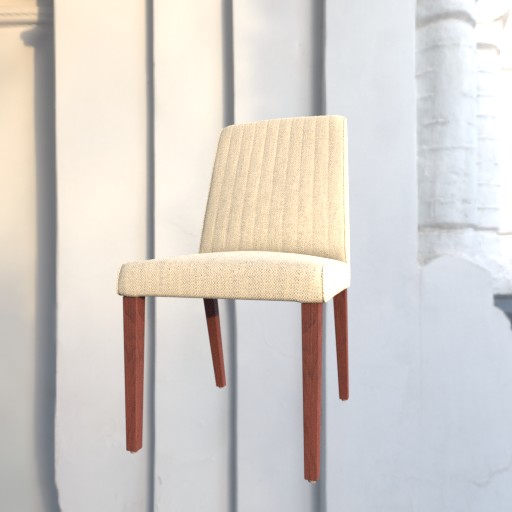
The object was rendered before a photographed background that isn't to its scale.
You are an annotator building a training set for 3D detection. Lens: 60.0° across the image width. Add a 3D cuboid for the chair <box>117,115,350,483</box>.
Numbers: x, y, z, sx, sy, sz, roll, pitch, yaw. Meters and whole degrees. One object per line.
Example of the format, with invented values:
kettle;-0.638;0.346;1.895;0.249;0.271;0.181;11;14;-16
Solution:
chair;0.000;0.000;1.205;0.480;0.900;0.594;0;0;18
